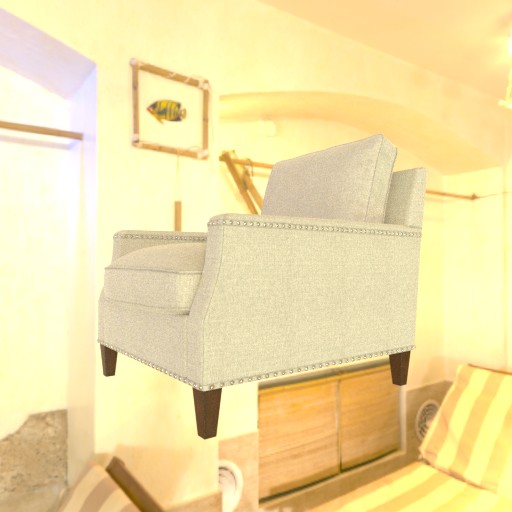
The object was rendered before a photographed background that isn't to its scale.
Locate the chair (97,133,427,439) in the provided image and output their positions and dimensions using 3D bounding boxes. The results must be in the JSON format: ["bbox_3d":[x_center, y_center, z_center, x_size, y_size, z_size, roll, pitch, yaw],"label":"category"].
[{"bbox_3d":[0.000,0.000,1.715,1.014,0.943,0.853,1,-1,-37],"label":"chair"}]
